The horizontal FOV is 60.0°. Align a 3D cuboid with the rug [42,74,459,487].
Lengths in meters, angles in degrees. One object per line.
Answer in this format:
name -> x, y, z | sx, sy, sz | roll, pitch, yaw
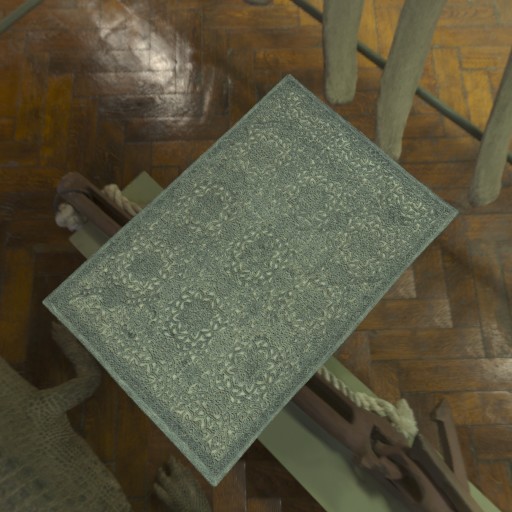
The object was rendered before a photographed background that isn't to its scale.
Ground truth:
rug -> 0.000, 0.000, 2.275 | 1.224, 0.016, 1.830 | 43, 79, 10
